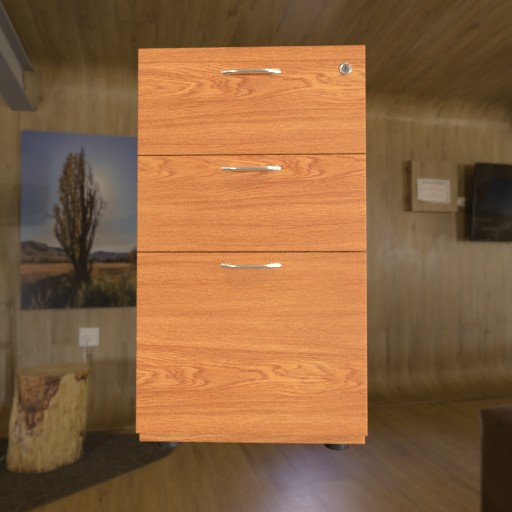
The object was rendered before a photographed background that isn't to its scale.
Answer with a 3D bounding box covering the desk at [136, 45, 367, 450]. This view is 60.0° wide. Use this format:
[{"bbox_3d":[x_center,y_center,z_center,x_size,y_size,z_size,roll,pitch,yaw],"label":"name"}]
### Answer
[{"bbox_3d":[0.000,0.000,1.067,0.404,0.730,0.600,0,-1,2],"label":"desk"}]
